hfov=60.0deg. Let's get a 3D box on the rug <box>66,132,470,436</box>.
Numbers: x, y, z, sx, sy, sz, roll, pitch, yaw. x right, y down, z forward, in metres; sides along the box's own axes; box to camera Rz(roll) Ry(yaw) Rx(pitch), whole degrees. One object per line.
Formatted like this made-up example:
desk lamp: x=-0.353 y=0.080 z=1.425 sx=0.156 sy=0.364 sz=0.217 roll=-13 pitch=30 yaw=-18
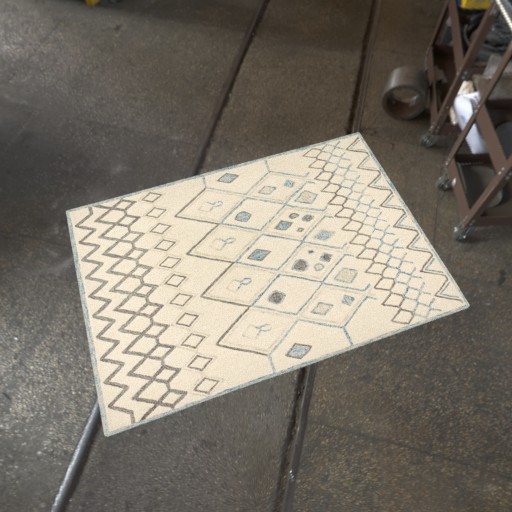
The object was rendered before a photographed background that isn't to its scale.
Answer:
rug: x=0.000 y=0.000 z=2.346 sx=1.820 sy=0.009 sz=1.260 roll=-17 pitch=62 yaw=-10
